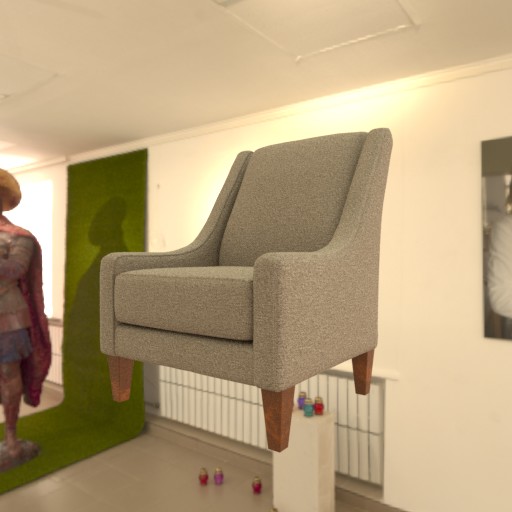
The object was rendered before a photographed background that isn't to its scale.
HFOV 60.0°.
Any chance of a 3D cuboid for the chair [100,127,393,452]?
[{"bbox_3d":[0.000,0.000,1.657,0.774,1.016,0.870,0,1,36],"label":"chair"}]
